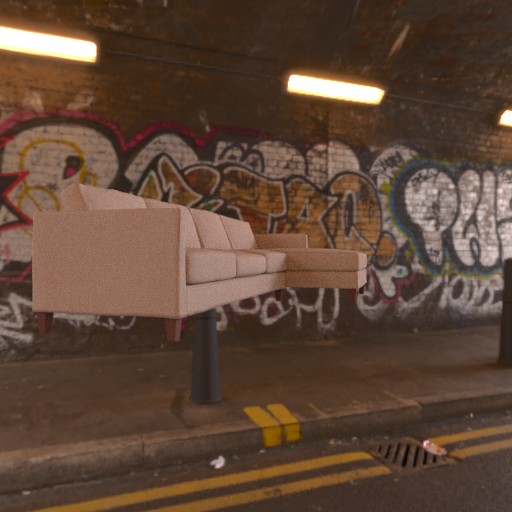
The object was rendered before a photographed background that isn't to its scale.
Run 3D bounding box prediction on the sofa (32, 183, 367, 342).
[{"bbox_3d":[0.000,0.000,3.747,1.625,0.861,3.186,0,0,18],"label":"sofa"}]
